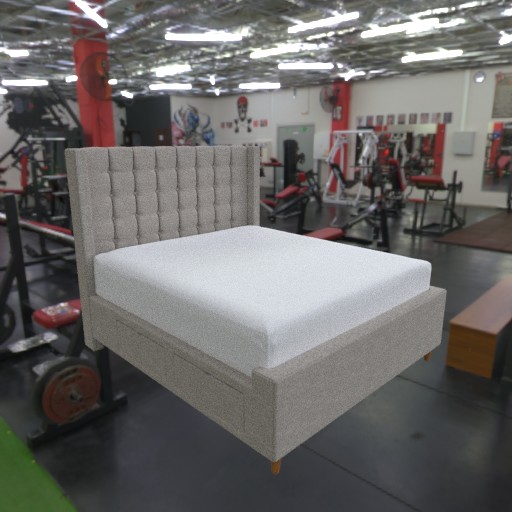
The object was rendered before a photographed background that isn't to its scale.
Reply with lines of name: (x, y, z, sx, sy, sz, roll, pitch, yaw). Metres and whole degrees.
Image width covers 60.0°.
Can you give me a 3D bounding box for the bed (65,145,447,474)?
bed: (0.000, 0.000, 3.676, 2.044, 1.748, 2.372, -14, 20, -42)
